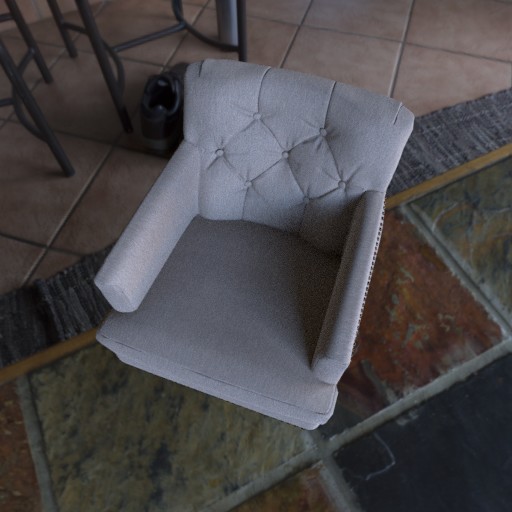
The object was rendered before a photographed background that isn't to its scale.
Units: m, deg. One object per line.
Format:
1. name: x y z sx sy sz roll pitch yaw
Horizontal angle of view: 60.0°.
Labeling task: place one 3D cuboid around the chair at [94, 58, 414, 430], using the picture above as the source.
1. chair: 0.000 0.000 1.478 0.737 0.823 0.902 17 60 10
